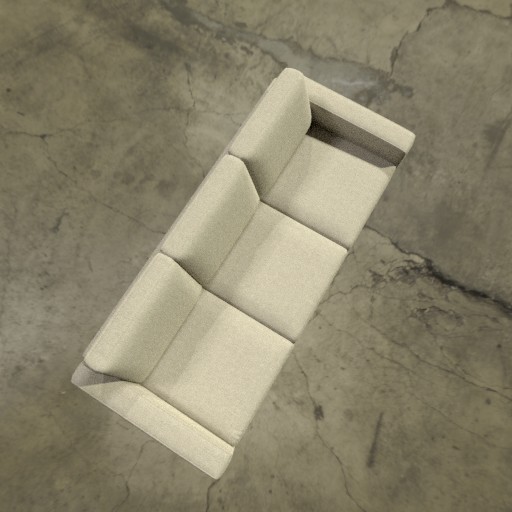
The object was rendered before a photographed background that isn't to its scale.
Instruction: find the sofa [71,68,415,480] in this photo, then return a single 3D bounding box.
[{"bbox_3d":[0.000,0.000,2.537,0.900,0.800,2.160,31,77,8],"label":"sofa"}]
